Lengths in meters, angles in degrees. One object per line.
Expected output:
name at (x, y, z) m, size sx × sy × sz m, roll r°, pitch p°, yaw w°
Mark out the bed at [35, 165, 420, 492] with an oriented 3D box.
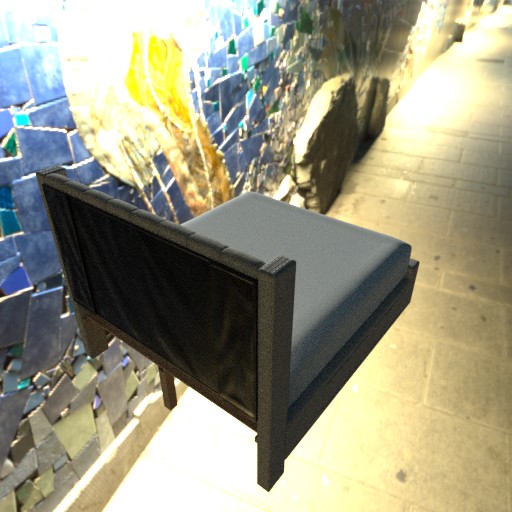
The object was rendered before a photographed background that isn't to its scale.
bed at (0.000, 0.000, 3.752) m, size 2.044 × 1.748 × 2.372 m, roll 23°, pitch 39°, yaw 32°
